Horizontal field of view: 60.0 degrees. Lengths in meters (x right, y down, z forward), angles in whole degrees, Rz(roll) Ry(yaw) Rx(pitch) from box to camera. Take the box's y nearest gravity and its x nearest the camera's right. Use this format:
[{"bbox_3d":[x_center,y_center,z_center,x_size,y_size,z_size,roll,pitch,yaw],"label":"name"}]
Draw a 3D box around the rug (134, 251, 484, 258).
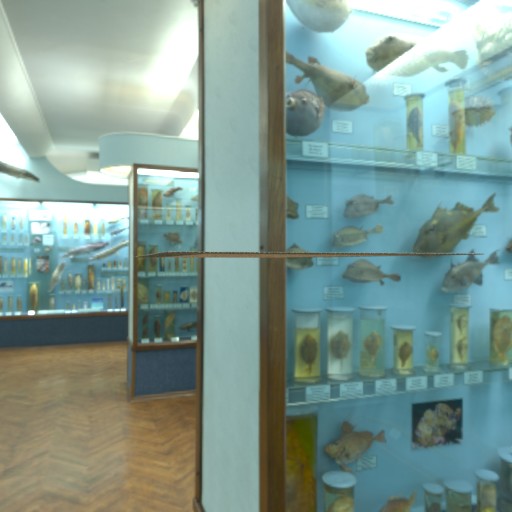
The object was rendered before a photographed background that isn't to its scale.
[{"bbox_3d":[0.000,0.000,3.031,1.521,0.006,2.435,0,-1,-18],"label":"rug"}]
